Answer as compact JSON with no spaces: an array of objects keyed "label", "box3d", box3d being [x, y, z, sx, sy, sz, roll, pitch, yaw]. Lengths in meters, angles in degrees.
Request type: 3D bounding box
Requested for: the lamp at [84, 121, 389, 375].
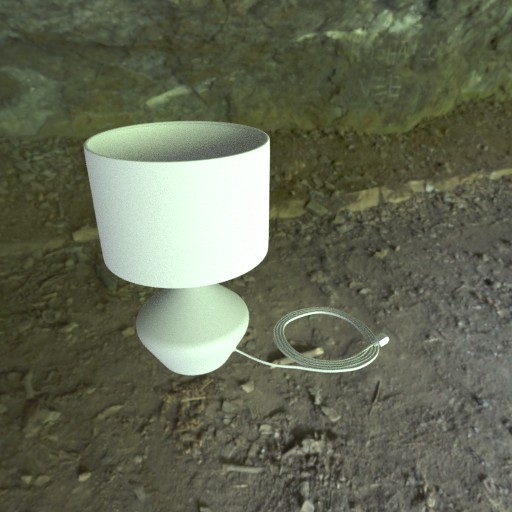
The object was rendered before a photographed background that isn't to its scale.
[{"label":"lamp","box3d":[0.000,0.000,0.859,0.546,0.457,0.401,8,29,16]}]
